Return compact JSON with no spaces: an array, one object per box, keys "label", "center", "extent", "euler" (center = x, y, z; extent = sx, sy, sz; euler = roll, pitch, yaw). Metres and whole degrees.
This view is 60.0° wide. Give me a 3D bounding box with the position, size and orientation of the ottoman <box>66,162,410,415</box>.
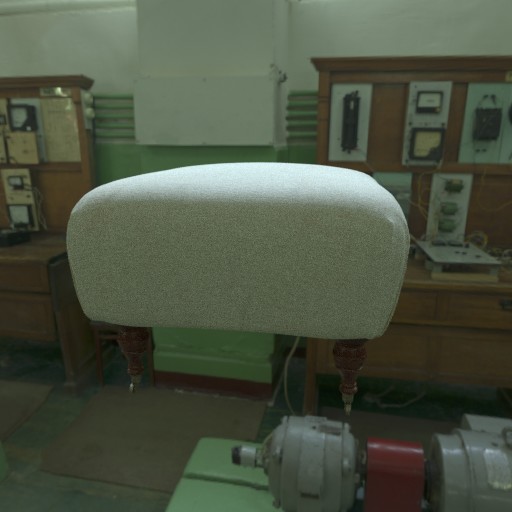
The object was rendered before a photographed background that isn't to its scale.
[{"label":"ottoman","center":[0.000,0.000,1.107],"extent":[0.622,0.450,0.747],"euler":[2,15,9]}]
